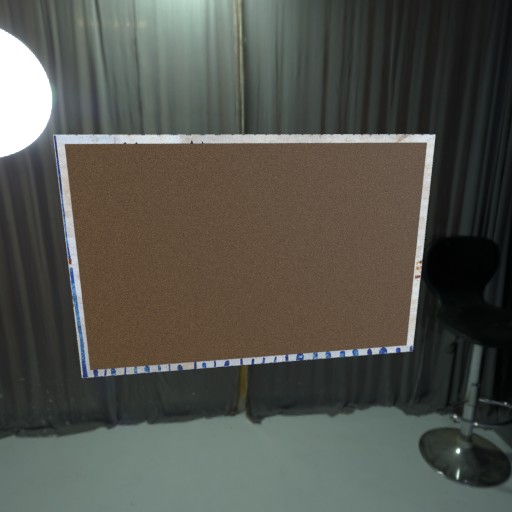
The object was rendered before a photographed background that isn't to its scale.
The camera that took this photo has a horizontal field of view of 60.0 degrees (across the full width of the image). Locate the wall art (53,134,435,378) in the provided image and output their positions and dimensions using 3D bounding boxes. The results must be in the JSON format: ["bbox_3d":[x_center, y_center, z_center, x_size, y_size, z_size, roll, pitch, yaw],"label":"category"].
[{"bbox_3d":[0.000,0.000,1.151,0.919,0.609,0.030,-2,16,-9],"label":"wall art"}]
